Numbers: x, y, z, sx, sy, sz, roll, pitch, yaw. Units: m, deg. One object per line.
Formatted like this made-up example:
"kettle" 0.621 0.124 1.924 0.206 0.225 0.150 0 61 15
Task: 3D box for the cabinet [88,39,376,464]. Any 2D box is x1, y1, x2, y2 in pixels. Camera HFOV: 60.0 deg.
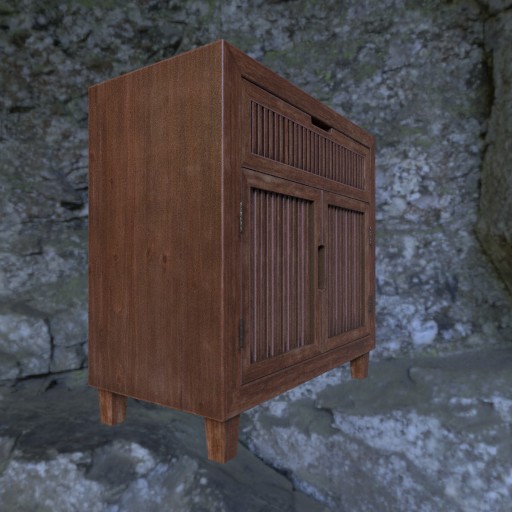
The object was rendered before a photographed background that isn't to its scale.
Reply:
"cabinet" 0.000 0.000 1.243 0.412 0.785 0.796 0 0 35
